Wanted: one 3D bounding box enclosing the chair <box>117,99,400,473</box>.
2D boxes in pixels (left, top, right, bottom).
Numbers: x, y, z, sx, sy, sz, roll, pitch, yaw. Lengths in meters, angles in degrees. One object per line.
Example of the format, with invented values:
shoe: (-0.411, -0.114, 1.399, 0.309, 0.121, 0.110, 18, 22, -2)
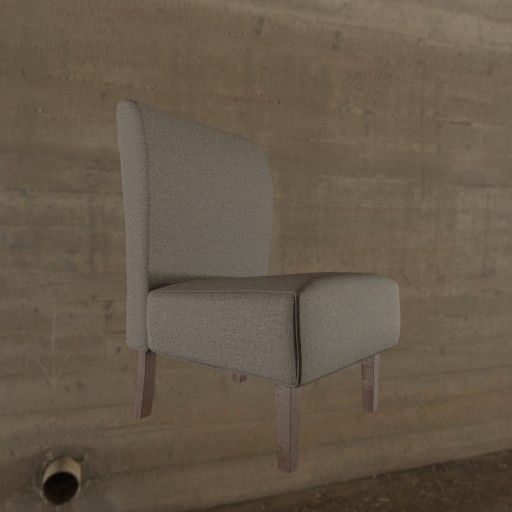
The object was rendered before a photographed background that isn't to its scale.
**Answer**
chair: (0.000, 0.000, 1.137, 0.592, 0.804, 0.513, 0, 0, 37)
